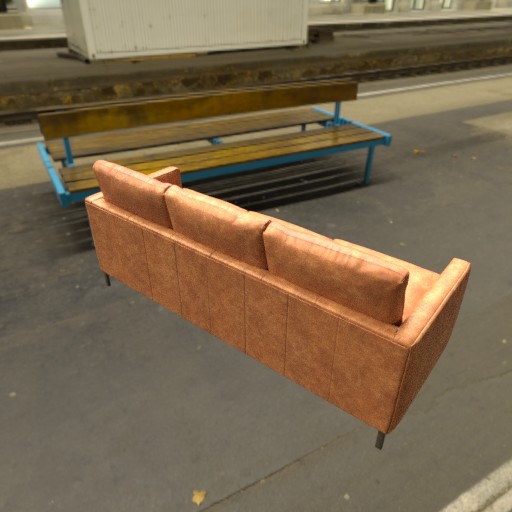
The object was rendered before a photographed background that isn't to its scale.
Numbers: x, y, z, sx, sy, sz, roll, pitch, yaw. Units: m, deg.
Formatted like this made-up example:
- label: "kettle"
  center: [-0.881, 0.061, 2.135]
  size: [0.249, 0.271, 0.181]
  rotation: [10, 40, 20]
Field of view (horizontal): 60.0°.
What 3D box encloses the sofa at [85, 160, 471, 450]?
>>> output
- label: "sofa"
  center: [0.000, 0.000, 2.415]
  size: [2.029, 0.863, 0.748]
  rotation: [23, 38, 32]
